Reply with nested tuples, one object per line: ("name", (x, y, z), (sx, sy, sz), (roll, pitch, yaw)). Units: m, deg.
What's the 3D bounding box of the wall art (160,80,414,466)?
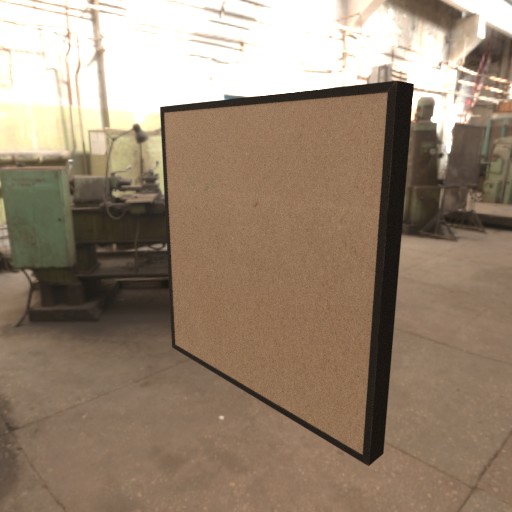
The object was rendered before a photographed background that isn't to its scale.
("wall art", (0.000, 0.000, 0.753), (0.038, 0.508, 0.508), (-13, 19, -41))
